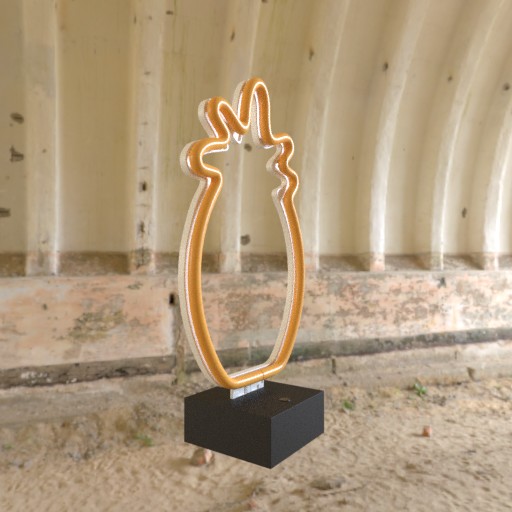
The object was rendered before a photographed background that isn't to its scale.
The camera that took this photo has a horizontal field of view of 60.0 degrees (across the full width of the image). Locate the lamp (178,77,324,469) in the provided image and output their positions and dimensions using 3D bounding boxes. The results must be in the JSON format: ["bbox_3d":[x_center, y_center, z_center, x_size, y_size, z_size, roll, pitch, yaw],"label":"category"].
[{"bbox_3d":[0.000,0.000,0.391,0.088,0.317,0.167,-1,-1,35],"label":"lamp"}]
